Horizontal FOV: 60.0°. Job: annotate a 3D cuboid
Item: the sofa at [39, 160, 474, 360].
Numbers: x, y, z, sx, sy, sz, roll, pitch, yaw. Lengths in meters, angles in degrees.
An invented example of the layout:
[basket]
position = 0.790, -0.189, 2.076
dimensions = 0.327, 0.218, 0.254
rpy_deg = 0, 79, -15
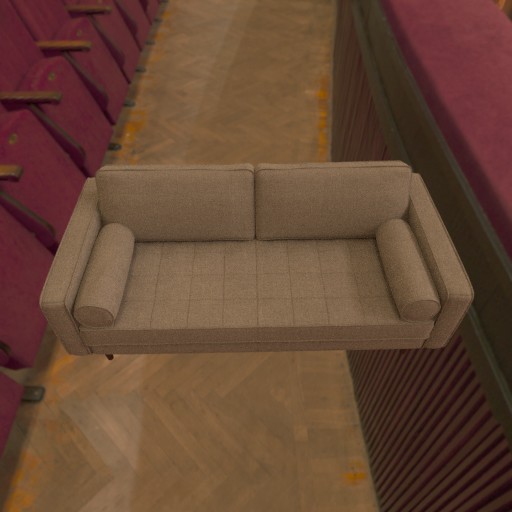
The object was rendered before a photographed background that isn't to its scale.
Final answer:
[sofa]
position = 0.000, 0.000, 2.305
dimensions = 1.879, 0.762, 0.914
rpy_deg = -1, 47, -1
